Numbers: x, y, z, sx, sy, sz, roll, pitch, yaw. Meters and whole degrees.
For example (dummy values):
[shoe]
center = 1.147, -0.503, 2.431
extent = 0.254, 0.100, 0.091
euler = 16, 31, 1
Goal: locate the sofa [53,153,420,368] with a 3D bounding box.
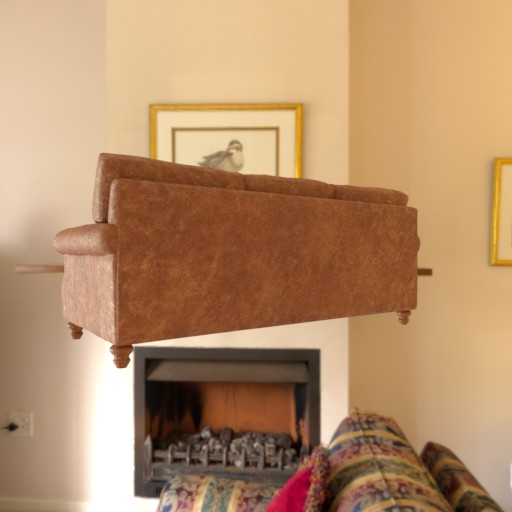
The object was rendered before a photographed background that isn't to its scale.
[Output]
[sofa]
center = 0.000, 0.000, 2.903
extent = 2.351, 0.977, 0.973
euler = 0, 1, -36
